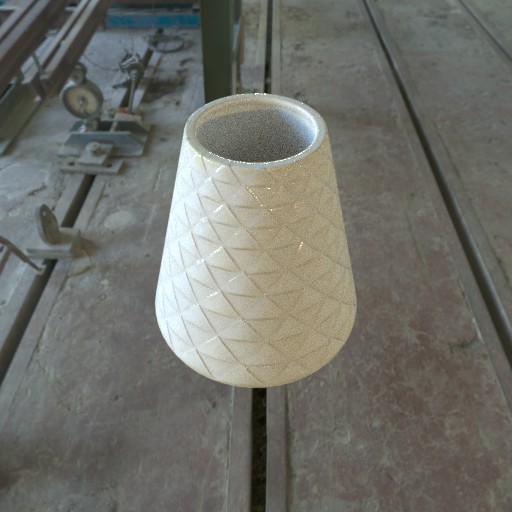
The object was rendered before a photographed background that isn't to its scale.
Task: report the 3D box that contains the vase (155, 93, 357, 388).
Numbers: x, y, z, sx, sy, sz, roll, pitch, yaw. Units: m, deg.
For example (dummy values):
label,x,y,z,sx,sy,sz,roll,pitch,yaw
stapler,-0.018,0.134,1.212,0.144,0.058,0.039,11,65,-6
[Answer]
label,x,y,z,sx,sy,sz,roll,pitch,yaw
vase,0.000,0.000,0.355,0.175,0.230,0.175,0,47,0
